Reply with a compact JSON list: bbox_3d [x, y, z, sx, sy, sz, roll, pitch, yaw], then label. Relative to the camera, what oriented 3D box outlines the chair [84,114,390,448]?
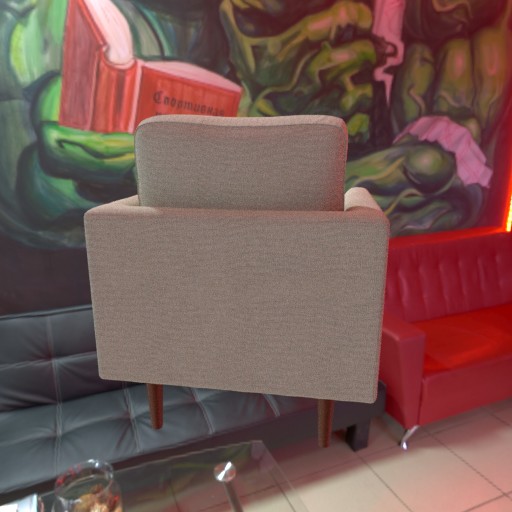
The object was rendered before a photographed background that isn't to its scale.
[{"bbox_3d":[0.000,0.000,1.618,0.858,0.957,0.899,2,15,9],"label":"chair"}]
